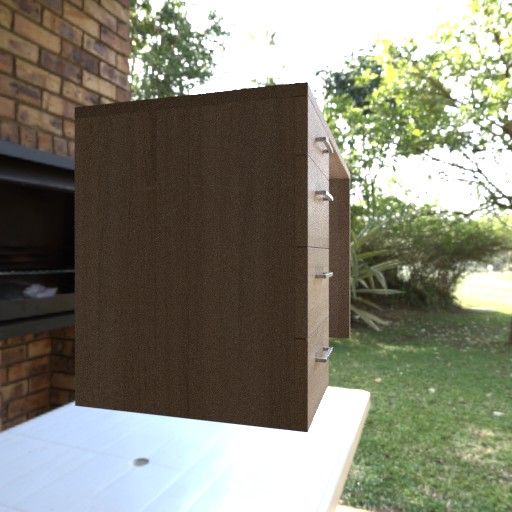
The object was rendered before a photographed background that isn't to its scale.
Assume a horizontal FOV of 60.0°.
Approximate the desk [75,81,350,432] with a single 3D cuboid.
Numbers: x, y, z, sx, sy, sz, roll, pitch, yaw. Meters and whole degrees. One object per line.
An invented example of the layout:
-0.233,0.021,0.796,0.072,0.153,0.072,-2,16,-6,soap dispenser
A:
0.000,0.000,1.527,0.600,0.731,1.100,0,0,16,desk
